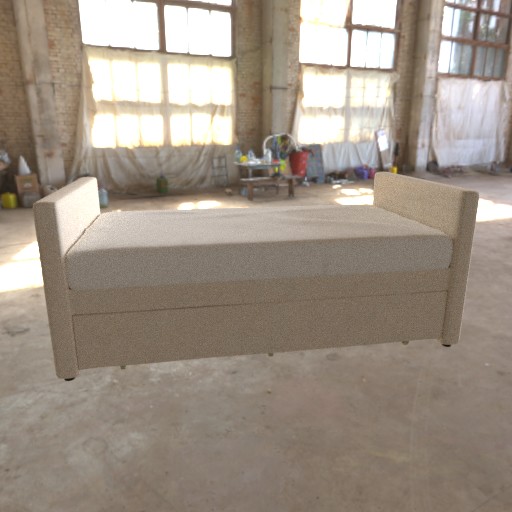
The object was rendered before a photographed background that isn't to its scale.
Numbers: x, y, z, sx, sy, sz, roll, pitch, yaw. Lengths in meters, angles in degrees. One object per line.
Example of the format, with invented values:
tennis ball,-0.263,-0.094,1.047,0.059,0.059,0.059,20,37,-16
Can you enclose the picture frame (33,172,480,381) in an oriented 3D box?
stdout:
picture frame,0.000,0.000,2.716,2.161,0.891,1.069,-3,16,-10
